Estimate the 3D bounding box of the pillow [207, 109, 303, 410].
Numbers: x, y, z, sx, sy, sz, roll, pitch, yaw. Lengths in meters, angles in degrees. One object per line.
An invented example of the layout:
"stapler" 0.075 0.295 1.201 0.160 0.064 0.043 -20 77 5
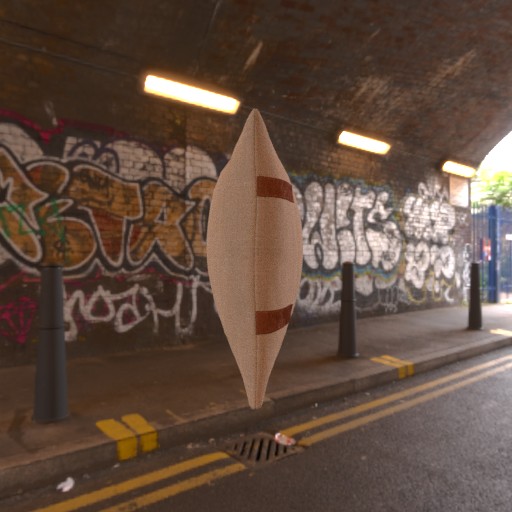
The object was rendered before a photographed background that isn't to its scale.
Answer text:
"pillow" 0.000 0.000 0.742 0.148 0.308 0.612 0 0 0
